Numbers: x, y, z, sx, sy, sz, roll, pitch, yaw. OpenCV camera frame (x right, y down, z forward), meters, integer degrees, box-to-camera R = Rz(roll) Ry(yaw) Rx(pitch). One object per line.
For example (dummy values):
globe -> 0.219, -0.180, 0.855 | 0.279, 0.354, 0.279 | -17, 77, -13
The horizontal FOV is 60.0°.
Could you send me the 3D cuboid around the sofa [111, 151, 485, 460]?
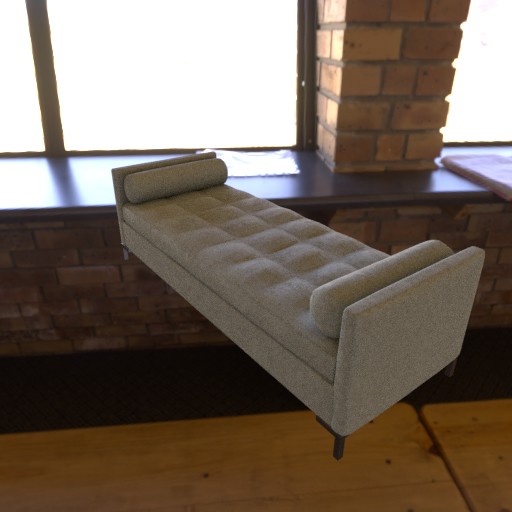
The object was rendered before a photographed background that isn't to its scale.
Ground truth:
sofa -> 0.000, 0.000, 2.456 | 0.797, 0.657, 2.102 | -19, 33, -33
